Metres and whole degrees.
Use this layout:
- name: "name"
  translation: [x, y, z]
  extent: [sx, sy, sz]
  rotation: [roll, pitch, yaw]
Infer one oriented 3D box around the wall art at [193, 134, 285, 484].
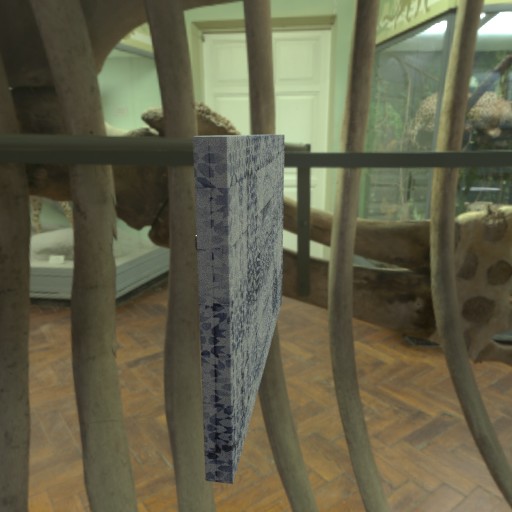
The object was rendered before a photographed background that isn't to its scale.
- name: "wall art"
  translation: [0.000, 0.000, 1.155]
  extent: [0.057, 0.608, 0.911]
  rotation: [2, 16, 8]
